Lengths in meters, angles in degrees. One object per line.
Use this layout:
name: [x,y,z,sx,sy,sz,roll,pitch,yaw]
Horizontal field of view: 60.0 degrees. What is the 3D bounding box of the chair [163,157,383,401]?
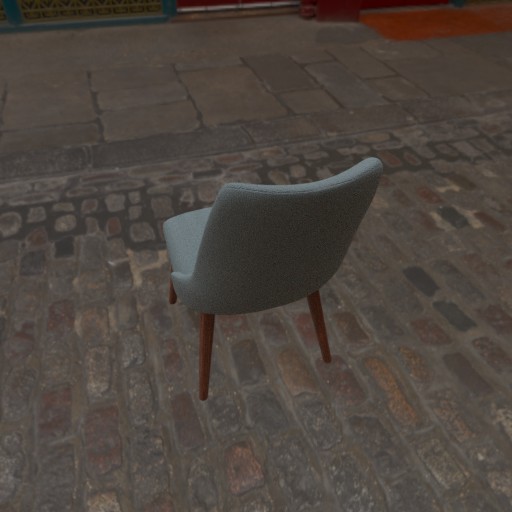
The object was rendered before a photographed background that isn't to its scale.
chair: [0.000,0.000,1.343,0.535,0.918,0.707,-12,43,-13]
